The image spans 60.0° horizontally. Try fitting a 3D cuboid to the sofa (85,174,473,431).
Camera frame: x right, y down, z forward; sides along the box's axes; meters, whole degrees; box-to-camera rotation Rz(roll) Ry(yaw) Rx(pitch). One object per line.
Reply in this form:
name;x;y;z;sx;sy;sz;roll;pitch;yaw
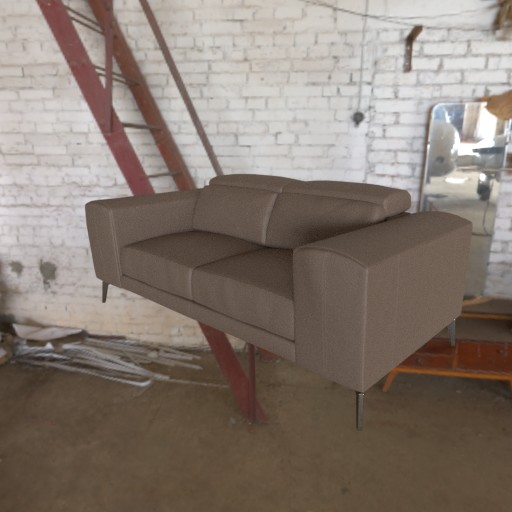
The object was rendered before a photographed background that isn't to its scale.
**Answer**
sofa;0.000;0.000;2.397;1.895;0.779;1.003;14;21;41
